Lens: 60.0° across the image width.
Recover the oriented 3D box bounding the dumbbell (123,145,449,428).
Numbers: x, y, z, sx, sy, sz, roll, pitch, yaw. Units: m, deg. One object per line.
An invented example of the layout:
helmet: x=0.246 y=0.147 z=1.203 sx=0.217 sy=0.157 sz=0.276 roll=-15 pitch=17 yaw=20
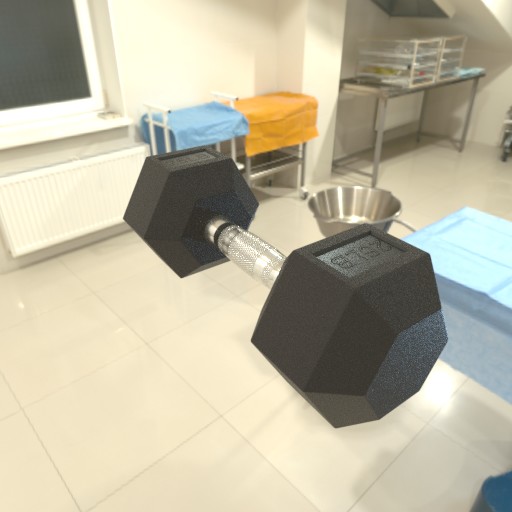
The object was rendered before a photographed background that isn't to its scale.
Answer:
dumbbell: x=0.000 y=0.000 z=0.375 sx=0.129 sy=0.113 sz=0.315 roll=-20 pitch=36 yaw=-30
